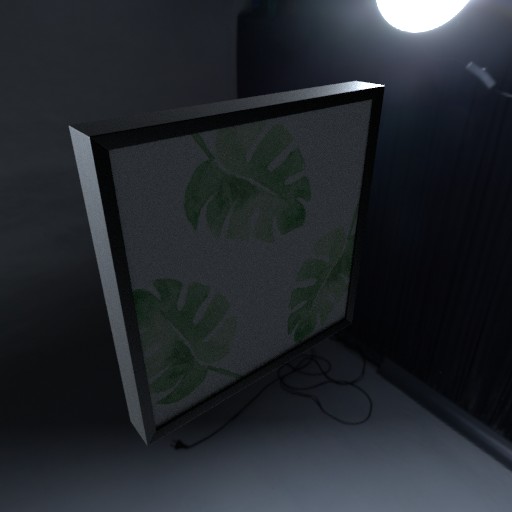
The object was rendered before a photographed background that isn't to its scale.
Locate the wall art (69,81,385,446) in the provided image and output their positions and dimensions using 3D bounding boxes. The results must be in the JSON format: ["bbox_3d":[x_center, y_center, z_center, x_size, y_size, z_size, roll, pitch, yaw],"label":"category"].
[{"bbox_3d":[0.000,0.000,0.454,0.304,0.304,0.038,-22,37,-33],"label":"wall art"}]
